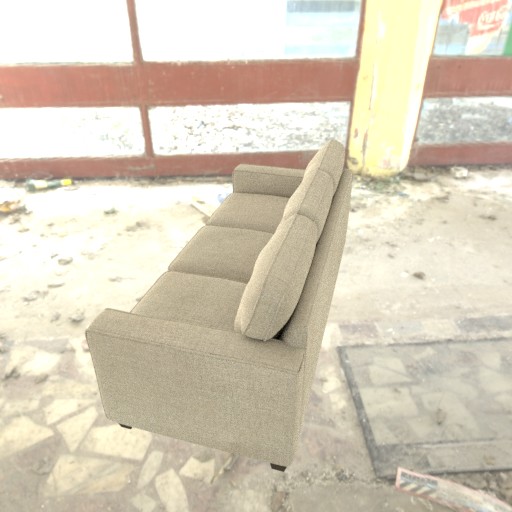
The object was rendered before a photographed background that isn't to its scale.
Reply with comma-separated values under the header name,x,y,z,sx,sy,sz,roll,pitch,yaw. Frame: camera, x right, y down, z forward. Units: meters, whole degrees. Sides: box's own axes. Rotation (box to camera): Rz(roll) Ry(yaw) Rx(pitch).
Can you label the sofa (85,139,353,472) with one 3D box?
name,x,y,z,sx,sy,sz,roll,pitch,yaw
sofa,0.000,0.000,2.689,0.939,0.965,2.133,8,32,14
